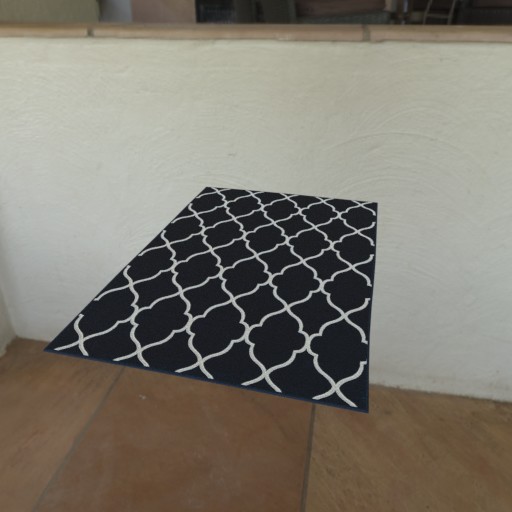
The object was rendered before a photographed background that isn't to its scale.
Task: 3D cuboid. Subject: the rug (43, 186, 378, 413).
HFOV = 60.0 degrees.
[{"bbox_3d":[0.000,0.000,2.911,1.526,0.014,2.290,7,30,12],"label":"rug"}]
